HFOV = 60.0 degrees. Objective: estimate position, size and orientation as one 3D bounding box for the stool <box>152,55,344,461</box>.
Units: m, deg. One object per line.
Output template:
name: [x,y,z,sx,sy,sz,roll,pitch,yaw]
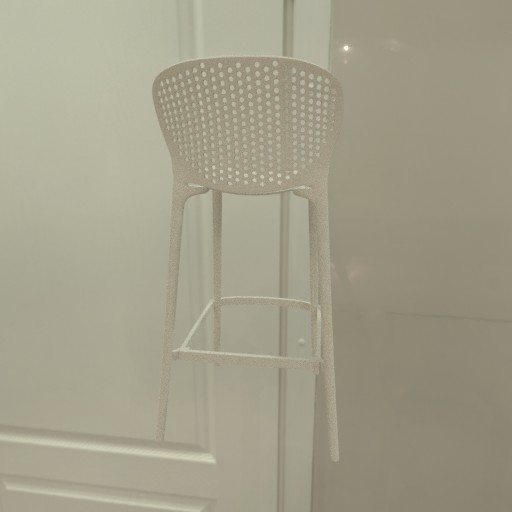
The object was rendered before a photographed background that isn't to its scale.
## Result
stool: [0.000,0.000,1.345,0.536,1.045,0.535,2,16,8]
